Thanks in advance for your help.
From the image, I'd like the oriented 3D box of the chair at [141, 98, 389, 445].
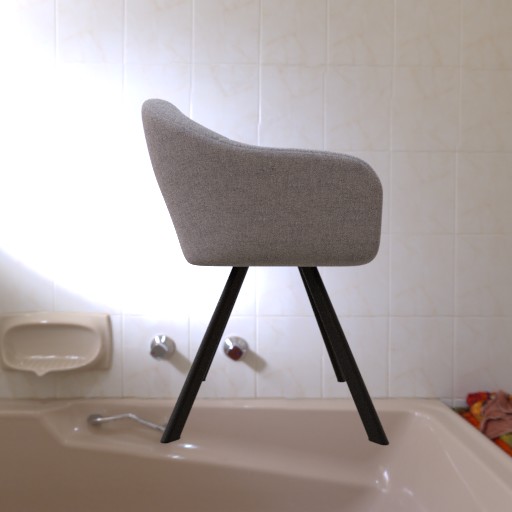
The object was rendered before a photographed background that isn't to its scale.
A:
[{"bbox_3d":[0.000,0.000,1.152,0.570,0.780,0.540,0,1,1],"label":"chair"}]
